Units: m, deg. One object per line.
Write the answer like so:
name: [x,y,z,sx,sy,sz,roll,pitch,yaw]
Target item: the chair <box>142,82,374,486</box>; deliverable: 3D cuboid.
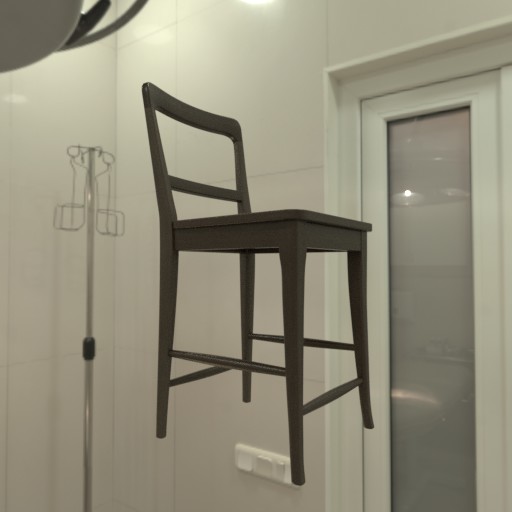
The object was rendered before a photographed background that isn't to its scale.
chair: [0.000,0.000,1.273,0.546,0.991,0.450,-1,-2,36]
